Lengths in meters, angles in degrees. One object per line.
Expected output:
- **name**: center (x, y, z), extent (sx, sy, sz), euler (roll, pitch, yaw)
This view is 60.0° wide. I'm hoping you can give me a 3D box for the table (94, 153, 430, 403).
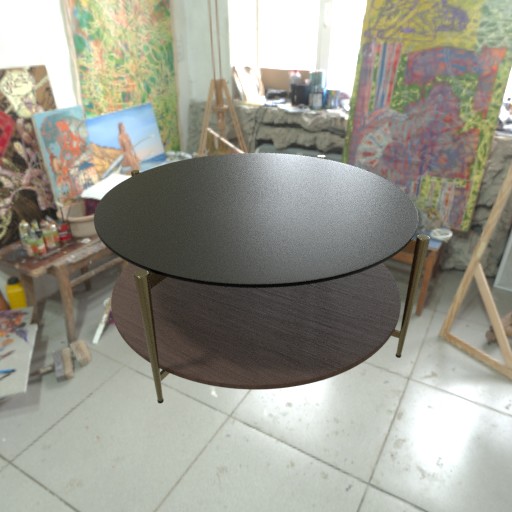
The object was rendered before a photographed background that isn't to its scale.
- **table**: center (0.000, 0.000, 1.443), extent (0.938, 0.400, 0.938), euler (0, 30, 1)
